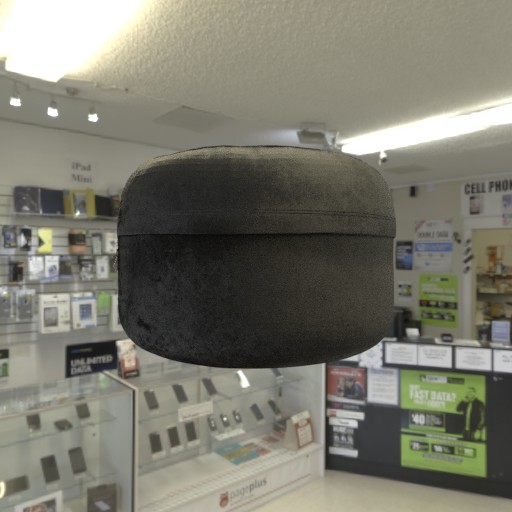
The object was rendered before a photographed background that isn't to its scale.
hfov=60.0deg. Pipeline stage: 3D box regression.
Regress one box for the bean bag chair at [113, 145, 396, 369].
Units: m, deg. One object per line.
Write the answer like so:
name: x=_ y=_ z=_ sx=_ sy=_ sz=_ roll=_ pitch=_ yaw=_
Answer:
bean bag chair: x=0.000 y=0.000 z=1.527 sx=0.918 sy=0.605 sz=0.918 roll=0 pitch=0 yaw=0
